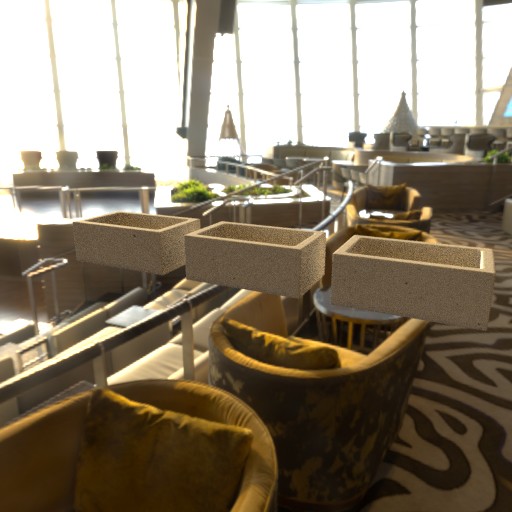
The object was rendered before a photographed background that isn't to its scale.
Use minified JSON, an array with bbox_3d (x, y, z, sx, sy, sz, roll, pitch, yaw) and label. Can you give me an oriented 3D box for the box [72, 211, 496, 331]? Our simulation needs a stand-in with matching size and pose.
[{"bbox_3d":[0.000,0.000,0.489,0.461,0.051,0.082,8,18,25],"label":"box"}]
